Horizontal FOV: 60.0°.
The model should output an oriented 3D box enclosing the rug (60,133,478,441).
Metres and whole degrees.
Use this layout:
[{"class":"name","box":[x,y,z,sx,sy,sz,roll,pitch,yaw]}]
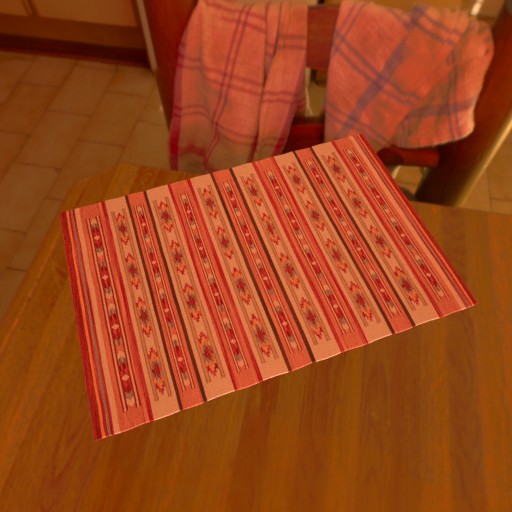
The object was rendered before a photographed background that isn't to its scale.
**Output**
[{"class":"rug","box":[0.000,0.000,2.251,1.817,0.008,1.223,-17,60,-10]}]
